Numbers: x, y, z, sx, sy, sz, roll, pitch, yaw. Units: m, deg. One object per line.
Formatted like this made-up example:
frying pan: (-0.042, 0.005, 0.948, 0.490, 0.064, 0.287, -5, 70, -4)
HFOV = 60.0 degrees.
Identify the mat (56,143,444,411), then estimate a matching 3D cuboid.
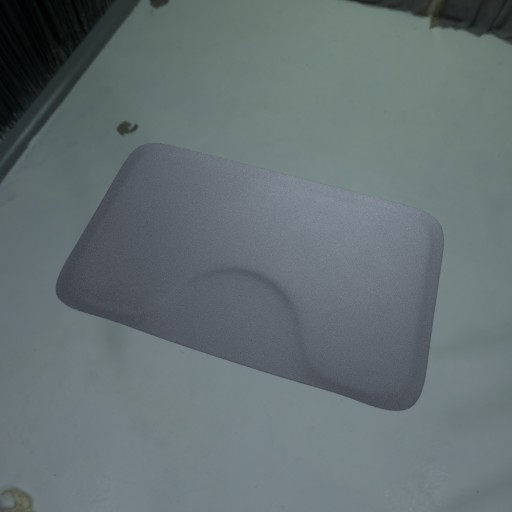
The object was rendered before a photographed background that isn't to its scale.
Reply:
mat: (0.000, 0.000, 1.895, 1.524, 0.013, 0.918, 16, 64, 8)
